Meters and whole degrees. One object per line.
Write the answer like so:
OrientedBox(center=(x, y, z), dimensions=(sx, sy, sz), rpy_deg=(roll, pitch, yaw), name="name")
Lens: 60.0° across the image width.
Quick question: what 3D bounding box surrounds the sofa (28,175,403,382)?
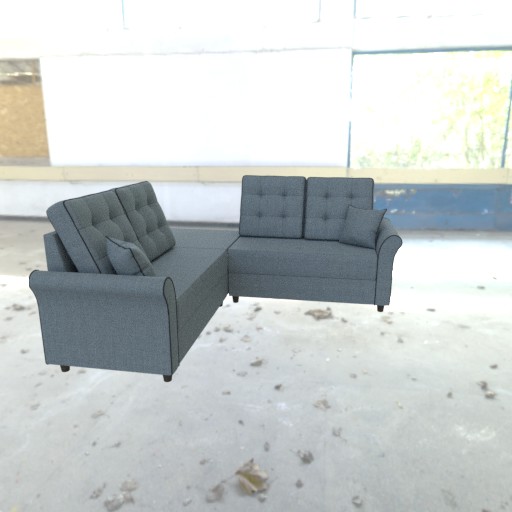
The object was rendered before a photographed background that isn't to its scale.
OrientedBox(center=(0.000, 0.000, 3.157), dimensions=(2.070, 0.988, 2.068), rpy_deg=(3, 15, 10), name="sofa")
